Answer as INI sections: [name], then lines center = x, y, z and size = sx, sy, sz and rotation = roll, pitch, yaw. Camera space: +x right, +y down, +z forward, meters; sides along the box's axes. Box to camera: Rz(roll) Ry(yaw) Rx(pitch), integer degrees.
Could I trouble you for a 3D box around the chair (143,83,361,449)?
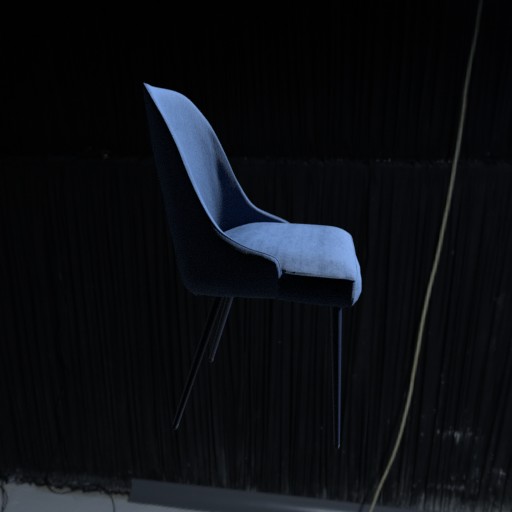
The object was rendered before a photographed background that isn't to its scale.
[chair]
center = 0.000, 0.000, 1.236
size = 0.559, 0.896, 0.478
rotation = 3, 16, 9
